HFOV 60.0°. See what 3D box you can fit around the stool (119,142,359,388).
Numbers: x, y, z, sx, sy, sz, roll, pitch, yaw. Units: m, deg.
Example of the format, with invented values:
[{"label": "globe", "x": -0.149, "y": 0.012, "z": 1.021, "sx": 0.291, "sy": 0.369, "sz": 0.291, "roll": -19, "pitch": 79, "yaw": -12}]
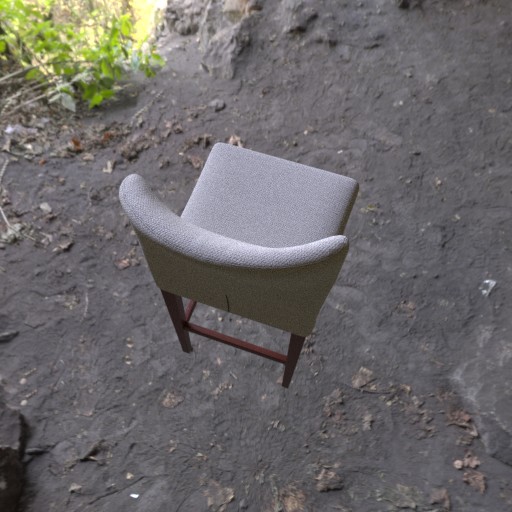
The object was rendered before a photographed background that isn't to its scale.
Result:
[{"label": "stool", "x": 0.000, "y": 0.000, "z": 1.372, "sx": 0.481, "sy": 1.069, "sz": 0.568, "roll": 17, "pitch": 66, "yaw": 8}]
